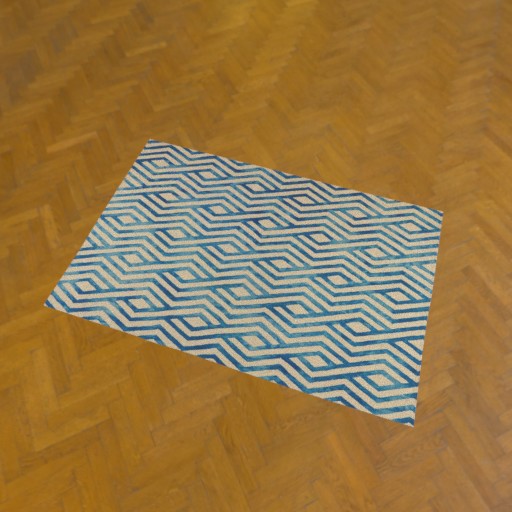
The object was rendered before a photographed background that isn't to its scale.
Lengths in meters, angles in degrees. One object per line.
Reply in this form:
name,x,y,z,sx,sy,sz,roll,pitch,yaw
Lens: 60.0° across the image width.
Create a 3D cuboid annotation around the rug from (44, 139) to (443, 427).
rug,0.000,0.000,2.360,1.830,0.008,1.225,16,60,9
